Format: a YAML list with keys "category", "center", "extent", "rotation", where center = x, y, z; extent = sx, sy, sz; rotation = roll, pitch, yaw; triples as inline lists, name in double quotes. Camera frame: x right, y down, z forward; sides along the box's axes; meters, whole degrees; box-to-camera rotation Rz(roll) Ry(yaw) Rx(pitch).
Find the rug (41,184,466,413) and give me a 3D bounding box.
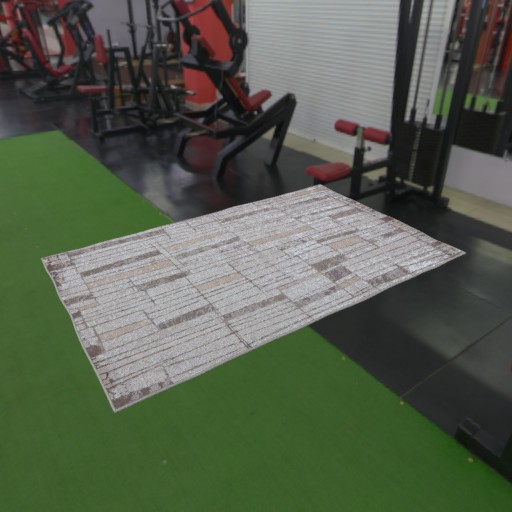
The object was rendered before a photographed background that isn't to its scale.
- category: "rug"
  center: [0.000, 0.000, 2.996]
  extent: [2.444, 0.023, 1.531]
  rotation: [-18, 35, -28]
